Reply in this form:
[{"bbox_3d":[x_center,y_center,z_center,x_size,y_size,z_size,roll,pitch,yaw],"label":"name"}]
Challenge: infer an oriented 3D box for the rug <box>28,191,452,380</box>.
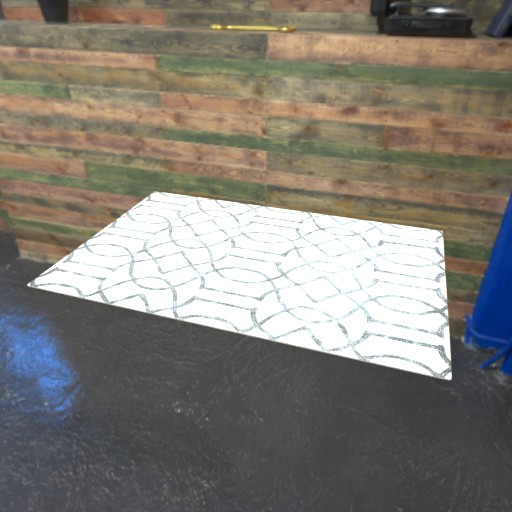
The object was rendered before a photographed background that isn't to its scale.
[{"bbox_3d":[0.000,0.000,2.929,2.365,0.017,1.521,10,32,16],"label":"rug"}]
